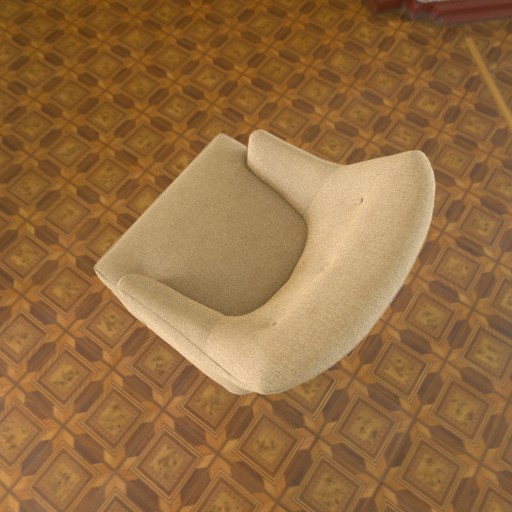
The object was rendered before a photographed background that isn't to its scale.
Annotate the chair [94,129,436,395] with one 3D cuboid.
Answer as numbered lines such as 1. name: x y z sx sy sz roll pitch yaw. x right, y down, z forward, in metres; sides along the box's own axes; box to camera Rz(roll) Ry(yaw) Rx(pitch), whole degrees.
1. chair: 0.000 0.000 1.599 0.923 0.856 0.864 33 69 14
